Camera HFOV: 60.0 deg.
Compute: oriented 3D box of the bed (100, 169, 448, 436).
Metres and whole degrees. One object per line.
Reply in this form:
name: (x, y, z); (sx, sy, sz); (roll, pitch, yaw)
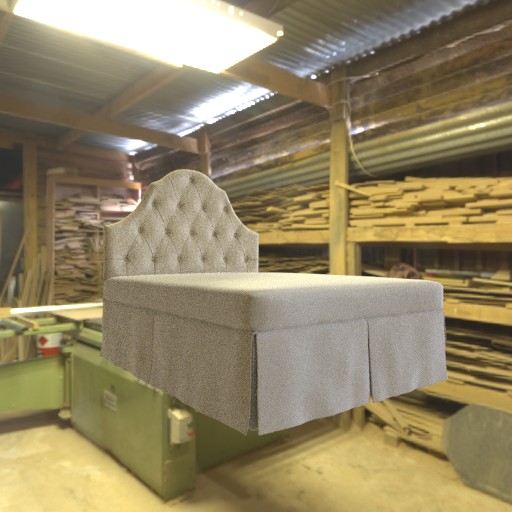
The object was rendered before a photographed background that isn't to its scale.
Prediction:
bed: (0.000, 0.000, 3.188); (1.627, 1.575, 2.092); (0, -1, -37)
